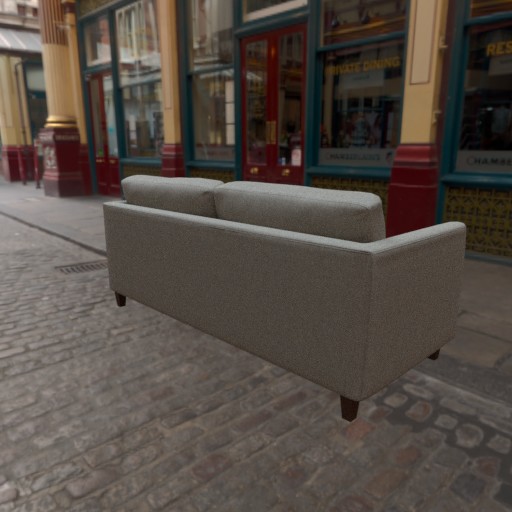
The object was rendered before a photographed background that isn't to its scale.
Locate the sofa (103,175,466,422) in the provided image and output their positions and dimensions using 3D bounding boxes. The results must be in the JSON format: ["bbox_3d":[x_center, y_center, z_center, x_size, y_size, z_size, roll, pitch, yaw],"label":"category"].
[{"bbox_3d":[0.000,0.000,2.770,0.956,0.963,2.208,-13,18,-43],"label":"sofa"}]
